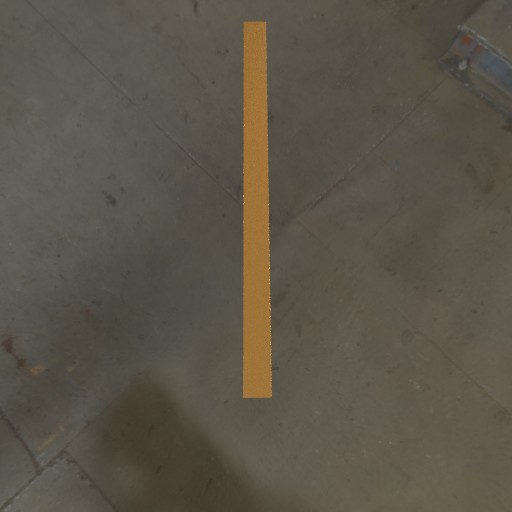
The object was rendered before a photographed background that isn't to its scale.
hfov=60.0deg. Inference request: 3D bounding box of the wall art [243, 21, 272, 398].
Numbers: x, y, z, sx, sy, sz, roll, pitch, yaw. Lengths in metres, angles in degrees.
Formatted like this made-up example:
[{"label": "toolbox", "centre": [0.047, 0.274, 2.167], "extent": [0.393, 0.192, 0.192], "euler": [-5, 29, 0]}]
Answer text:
[{"label": "wall art", "centre": [0.000, 0.000, 1.067], "extent": [0.038, 0.812, 0.610], "euler": [0, 75, 0]}]
